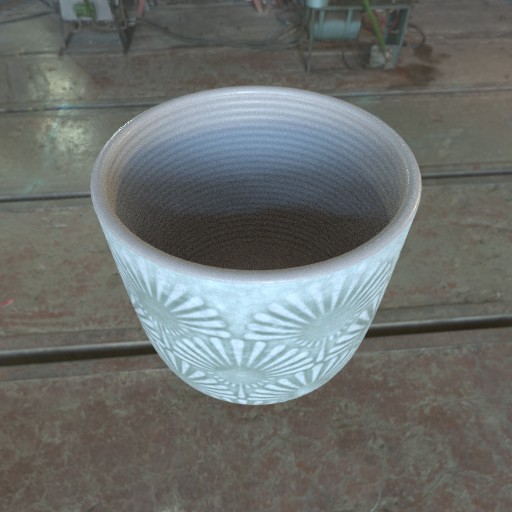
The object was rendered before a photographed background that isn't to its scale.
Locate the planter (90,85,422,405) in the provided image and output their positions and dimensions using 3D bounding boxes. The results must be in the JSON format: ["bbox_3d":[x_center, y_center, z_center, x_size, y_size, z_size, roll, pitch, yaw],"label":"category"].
[{"bbox_3d":[0.000,0.000,0.209,0.124,0.109,0.124,0,46,0],"label":"planter"}]
